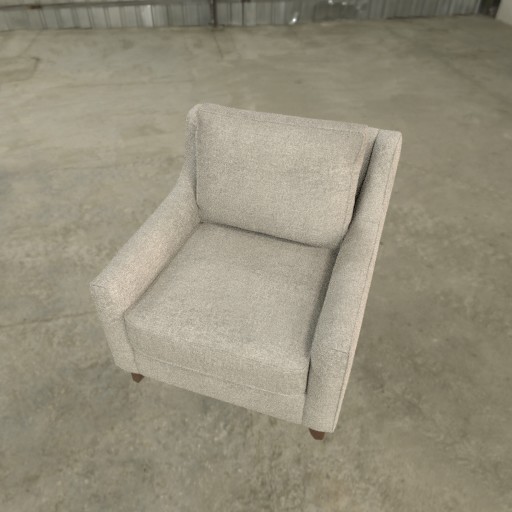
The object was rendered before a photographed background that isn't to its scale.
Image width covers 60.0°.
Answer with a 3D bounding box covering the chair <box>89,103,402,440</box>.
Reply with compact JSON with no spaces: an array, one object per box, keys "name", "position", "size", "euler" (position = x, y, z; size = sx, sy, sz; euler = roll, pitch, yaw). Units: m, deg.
[{"name":"chair","position":[0.000,0.000,1.613],"size":[0.838,0.864,0.918],"euler":[13,42,14]}]
